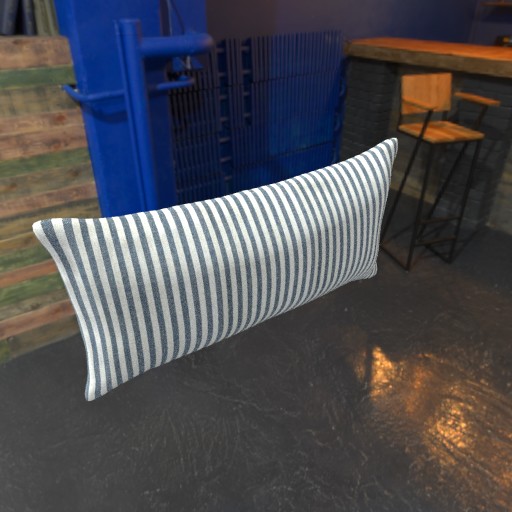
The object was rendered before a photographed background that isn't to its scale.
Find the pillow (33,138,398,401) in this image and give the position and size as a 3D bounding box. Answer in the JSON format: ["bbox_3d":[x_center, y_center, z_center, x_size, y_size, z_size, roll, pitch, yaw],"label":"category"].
[{"bbox_3d":[0.000,0.000,0.728,0.617,0.295,0.151,-19,36,-29],"label":"pillow"}]
